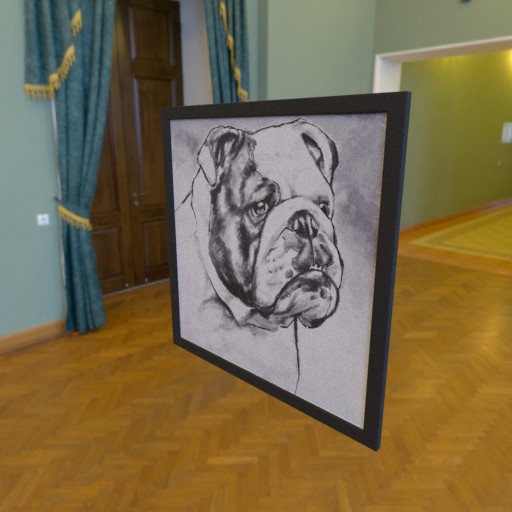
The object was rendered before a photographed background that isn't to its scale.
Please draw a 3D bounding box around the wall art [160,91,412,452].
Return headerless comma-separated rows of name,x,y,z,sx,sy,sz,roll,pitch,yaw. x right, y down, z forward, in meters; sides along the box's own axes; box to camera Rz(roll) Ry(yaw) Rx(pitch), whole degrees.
wall art,0.000,0.000,0.845,0.562,0.558,0.012,14,21,42
